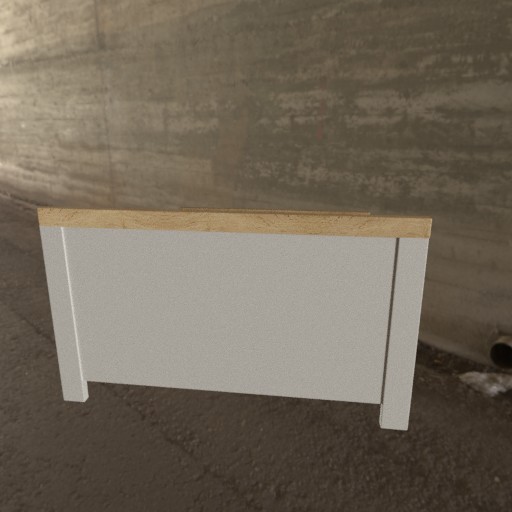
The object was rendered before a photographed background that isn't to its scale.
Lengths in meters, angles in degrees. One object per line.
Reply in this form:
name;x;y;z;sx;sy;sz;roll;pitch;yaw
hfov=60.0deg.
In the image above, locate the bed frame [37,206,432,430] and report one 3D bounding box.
bed frame;0.000;0.000;2.950;1.670;0.980;2.050;2;17;8
